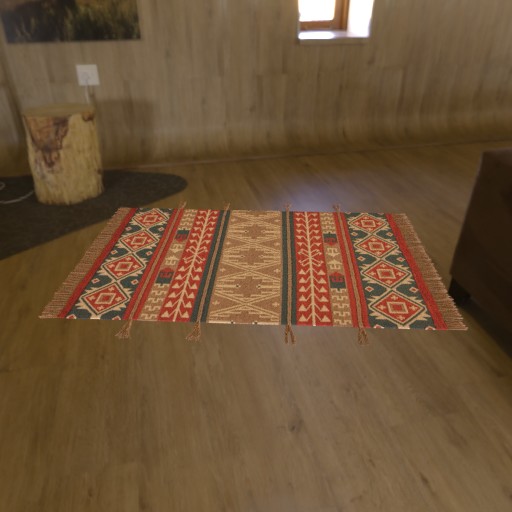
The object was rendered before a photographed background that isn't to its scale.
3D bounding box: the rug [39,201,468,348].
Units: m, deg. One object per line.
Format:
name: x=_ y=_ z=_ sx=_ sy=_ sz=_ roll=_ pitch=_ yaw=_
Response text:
rug: x=0.000 y=0.000 z=2.585 sx=2.025 sy=0.040 sz=1.469 roll=1 pitch=31 yaw=2
